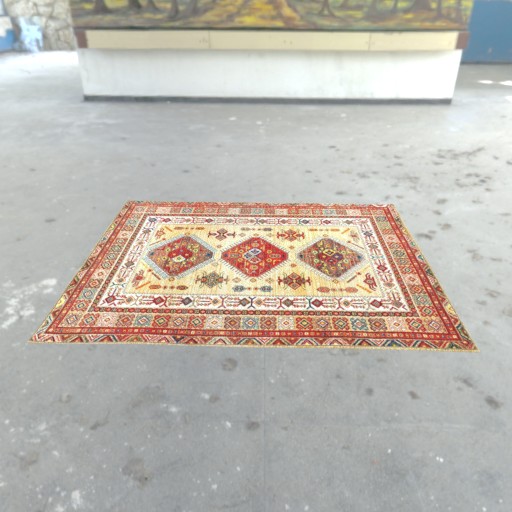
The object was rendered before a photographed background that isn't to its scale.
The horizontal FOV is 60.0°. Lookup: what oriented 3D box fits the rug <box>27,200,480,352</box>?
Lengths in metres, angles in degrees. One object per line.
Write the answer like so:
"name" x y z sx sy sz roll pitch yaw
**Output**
"rug" 0.000 0.000 4.038 3.067 0.005 2.460 1 30 2
